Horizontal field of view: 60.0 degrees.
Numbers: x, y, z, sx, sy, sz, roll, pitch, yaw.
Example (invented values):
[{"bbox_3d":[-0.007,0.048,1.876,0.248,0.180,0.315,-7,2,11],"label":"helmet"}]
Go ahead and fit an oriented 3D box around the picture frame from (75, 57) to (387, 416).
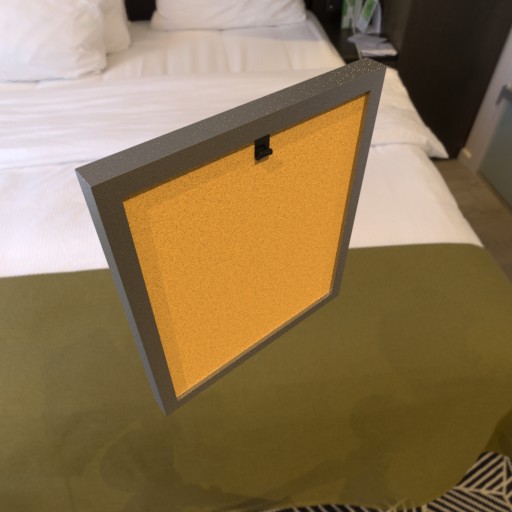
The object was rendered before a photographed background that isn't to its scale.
[{"bbox_3d":[0.000,0.000,1.362,0.839,0.968,0.073,-30,53,-26],"label":"picture frame"}]
